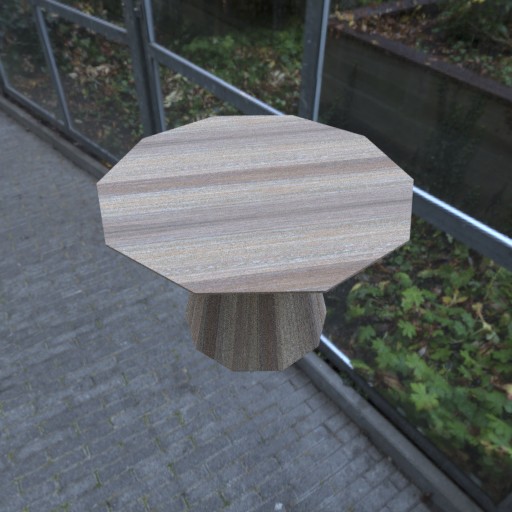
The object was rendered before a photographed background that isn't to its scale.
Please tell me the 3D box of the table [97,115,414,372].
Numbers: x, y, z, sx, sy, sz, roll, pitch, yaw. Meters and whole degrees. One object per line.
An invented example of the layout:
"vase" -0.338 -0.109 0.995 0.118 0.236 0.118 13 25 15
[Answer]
"table" 0.000 0.000 1.911 1.186 0.752 1.186 0 42 0
